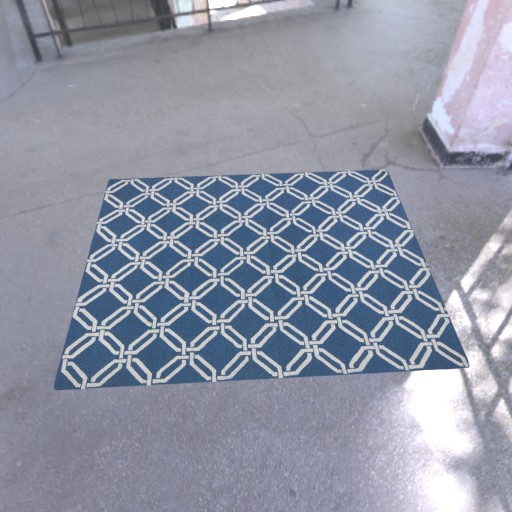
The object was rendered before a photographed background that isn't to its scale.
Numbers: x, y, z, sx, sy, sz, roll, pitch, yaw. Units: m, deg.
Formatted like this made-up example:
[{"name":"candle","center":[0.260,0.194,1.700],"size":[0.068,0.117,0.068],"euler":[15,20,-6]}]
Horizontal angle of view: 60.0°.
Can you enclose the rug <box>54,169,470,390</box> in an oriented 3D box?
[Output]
[{"name":"rug","center":[0.000,0.000,3.786],"size":[2.867,0.020,2.277],"euler":[-3,48,-2]}]
